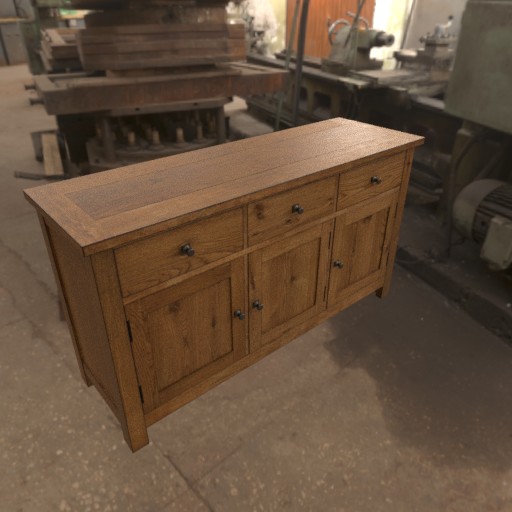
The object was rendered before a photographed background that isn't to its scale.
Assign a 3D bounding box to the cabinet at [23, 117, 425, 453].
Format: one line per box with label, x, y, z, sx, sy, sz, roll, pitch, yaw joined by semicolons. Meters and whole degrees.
cabinet;0.000;0.000;1.819;1.474;0.813;0.480;-23;37;-34
